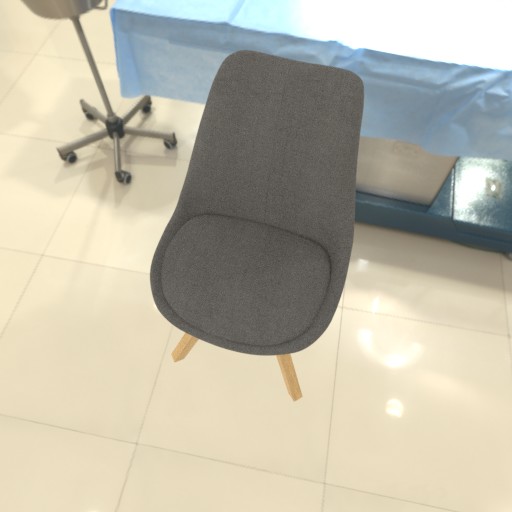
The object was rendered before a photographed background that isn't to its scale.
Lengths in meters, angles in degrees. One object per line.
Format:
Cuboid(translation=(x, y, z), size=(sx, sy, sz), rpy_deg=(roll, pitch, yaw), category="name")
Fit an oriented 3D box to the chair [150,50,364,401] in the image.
Cuboid(translation=(0.000, 0.000, 1.198), size=(0.485, 0.850, 0.550), rpy_deg=(16, 60, 9), category="chair")
